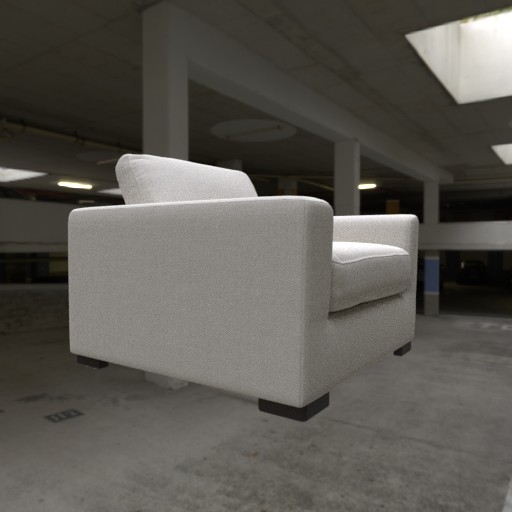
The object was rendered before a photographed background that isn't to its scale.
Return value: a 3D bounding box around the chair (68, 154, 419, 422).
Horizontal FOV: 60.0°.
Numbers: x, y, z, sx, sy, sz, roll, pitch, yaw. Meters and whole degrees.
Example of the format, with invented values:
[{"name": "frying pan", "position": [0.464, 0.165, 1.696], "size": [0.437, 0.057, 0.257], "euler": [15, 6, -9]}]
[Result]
[{"name": "chair", "position": [0.000, 0.000, 1.892], "size": [1.100, 0.876, 1.070], "euler": [1, 2, 35]}]
